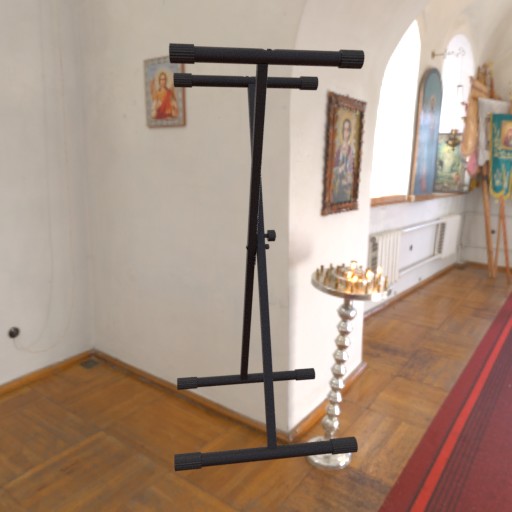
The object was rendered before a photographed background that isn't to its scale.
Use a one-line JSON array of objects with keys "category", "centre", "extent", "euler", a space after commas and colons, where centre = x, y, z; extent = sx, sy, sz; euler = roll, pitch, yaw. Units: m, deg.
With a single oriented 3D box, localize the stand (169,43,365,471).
[{"category": "stand", "centre": [0.000, 0.000, 1.160], "extent": [0.449, 0.940, 0.409], "euler": [-2, 13, -9]}]
